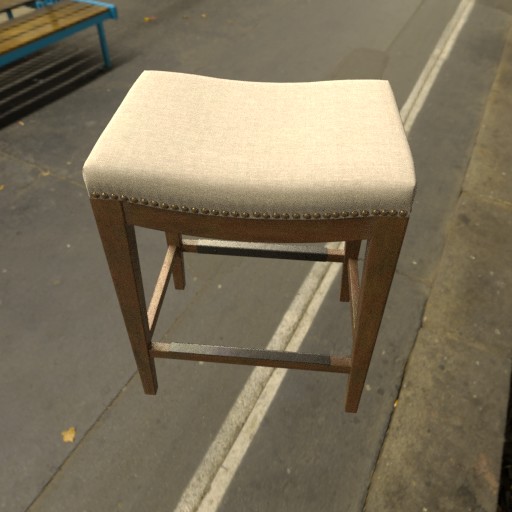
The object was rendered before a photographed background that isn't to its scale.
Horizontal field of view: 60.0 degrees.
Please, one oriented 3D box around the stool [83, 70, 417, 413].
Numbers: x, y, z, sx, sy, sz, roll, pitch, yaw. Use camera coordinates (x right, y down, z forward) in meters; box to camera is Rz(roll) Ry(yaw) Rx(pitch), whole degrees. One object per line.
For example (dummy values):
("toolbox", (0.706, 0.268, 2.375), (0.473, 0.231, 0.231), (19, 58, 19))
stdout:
("stool", (0.000, 0.000, 0.948), (0.508, 0.660, 0.356), (4, 46, 4))
